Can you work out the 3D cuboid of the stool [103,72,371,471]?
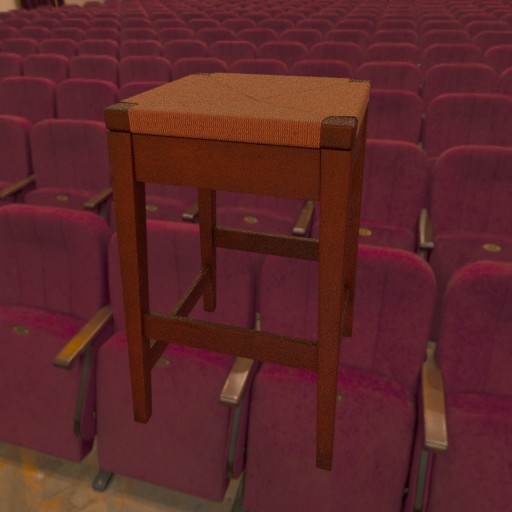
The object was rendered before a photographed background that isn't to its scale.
[{"bbox_3d":[0.000,0.000,1.077,0.497,0.762,0.507,8,31,14],"label":"stool"}]
